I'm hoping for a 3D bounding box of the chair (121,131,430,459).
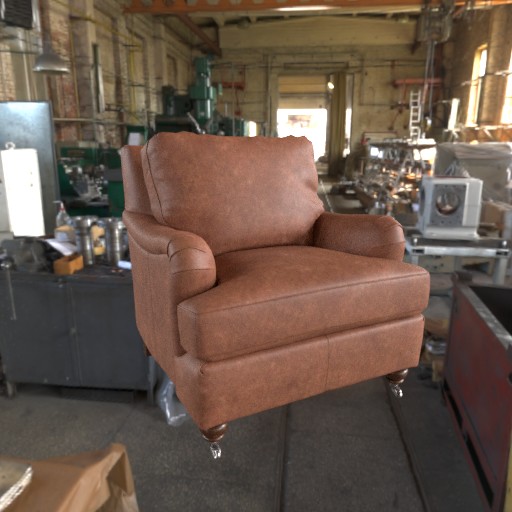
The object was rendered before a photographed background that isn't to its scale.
[{"bbox_3d":[0.000,0.000,1.944,0.986,1.055,1.158,-7,16,-26],"label":"chair"}]
